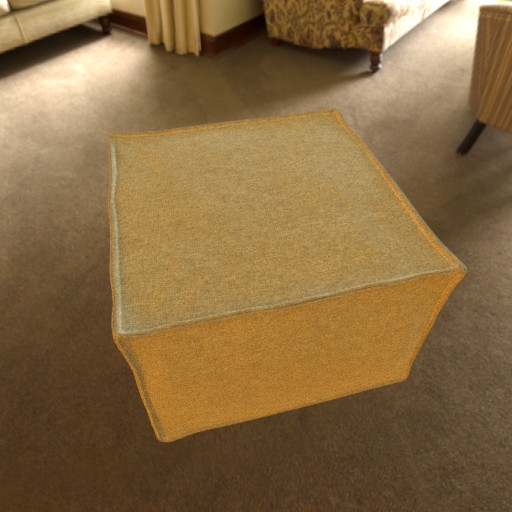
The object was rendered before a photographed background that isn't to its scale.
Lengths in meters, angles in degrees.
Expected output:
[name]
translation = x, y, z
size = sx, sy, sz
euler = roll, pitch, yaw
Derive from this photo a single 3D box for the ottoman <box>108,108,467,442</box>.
[ottoman]
translation = 0.000, 0.000, 1.175
size = 0.696, 0.470, 0.707
euler = -10, 47, -10
